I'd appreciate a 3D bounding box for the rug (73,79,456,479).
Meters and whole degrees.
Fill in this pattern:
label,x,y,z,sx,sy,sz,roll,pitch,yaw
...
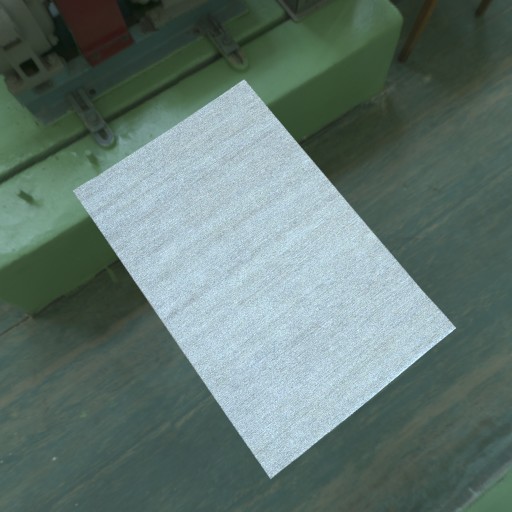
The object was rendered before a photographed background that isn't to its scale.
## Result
label,x,y,z,sx,sy,sz,roll,pitch,yaw
rug,0.000,0.000,2.339,1.179,0.022,1.820,-36,78,-9
